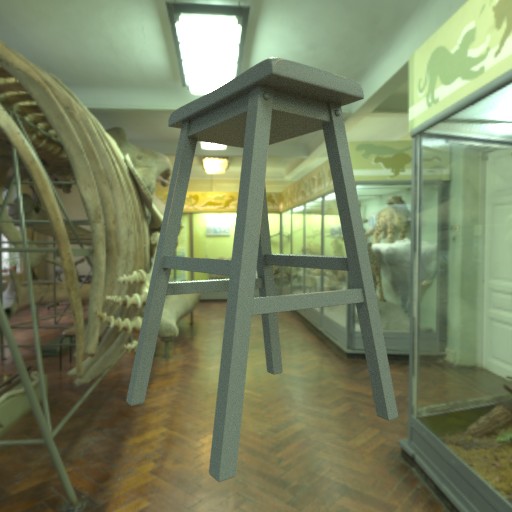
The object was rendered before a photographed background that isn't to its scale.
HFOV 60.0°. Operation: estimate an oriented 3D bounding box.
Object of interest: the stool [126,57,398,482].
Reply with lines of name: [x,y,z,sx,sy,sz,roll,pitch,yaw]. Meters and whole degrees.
stool: [0.000,0.000,1.052,0.476,0.737,0.457,-1,2,-35]
